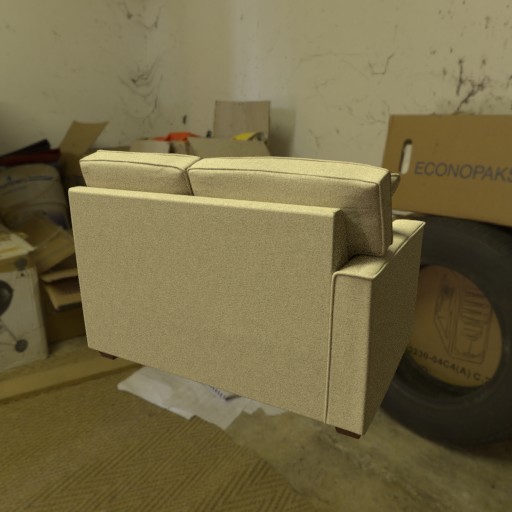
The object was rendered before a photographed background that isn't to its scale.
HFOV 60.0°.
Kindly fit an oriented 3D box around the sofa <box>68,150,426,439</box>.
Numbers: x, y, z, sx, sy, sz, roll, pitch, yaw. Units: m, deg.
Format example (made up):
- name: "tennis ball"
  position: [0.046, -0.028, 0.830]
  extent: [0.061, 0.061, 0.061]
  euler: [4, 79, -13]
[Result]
- name: "sofa"
  position: [0.000, 0.000, 2.127]
  extent: [1.388, 0.989, 0.991]
  euler: [8, 18, 27]
